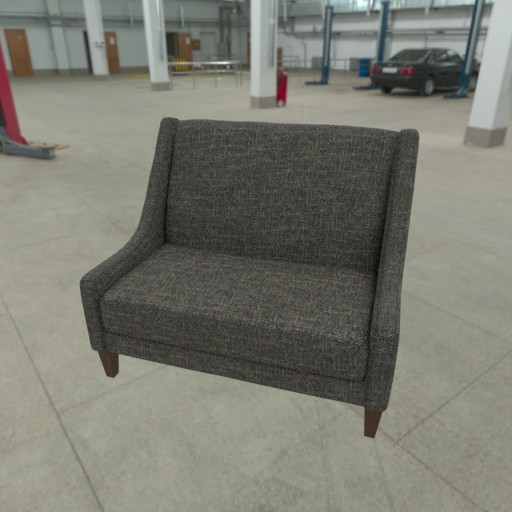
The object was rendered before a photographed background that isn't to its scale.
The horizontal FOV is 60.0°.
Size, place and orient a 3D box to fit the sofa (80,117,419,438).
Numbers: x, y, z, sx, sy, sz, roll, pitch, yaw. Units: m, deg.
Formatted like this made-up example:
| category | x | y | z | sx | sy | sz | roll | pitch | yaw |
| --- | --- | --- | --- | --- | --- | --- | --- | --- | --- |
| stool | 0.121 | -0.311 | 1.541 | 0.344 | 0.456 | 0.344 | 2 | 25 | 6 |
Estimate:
| category | x | y | z | sx | sy | sz | roll | pitch | yaw |
| --- | --- | --- | --- | --- | --- | --- | --- | --- | --- |
| sofa | 0.000 | 0.000 | 1.932 | 1.242 | 1.021 | 0.870 | 8 | 27 | 16 |
